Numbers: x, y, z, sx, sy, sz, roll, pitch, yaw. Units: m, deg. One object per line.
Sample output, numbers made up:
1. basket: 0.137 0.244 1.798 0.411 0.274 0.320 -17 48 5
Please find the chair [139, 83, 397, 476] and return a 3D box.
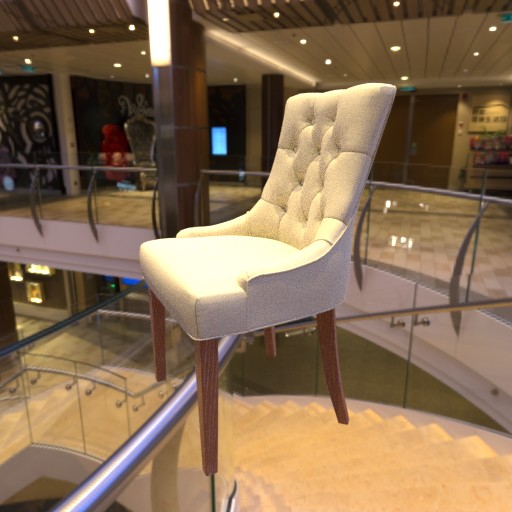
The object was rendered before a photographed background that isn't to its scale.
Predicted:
1. chair: 0.000 0.000 1.207 0.565 0.874 0.509 -7 17 -25
